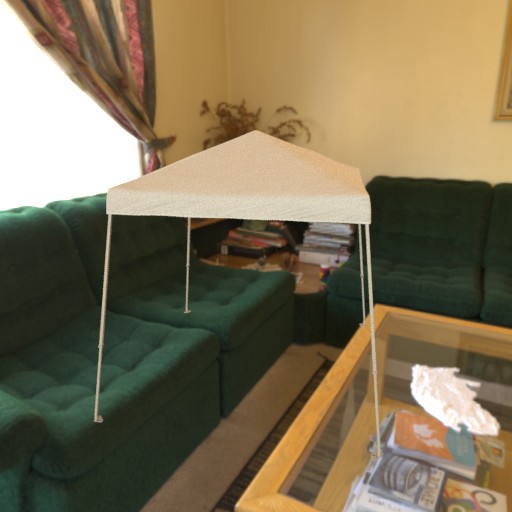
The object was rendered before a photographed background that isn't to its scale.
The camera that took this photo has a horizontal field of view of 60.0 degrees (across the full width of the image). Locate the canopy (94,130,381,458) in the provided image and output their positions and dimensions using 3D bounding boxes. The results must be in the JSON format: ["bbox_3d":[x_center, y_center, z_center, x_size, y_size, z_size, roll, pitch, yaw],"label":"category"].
[{"bbox_3d":[0.000,0.000,6.592,3.600,3.600,3.599,3,17,10],"label":"canopy"}]
